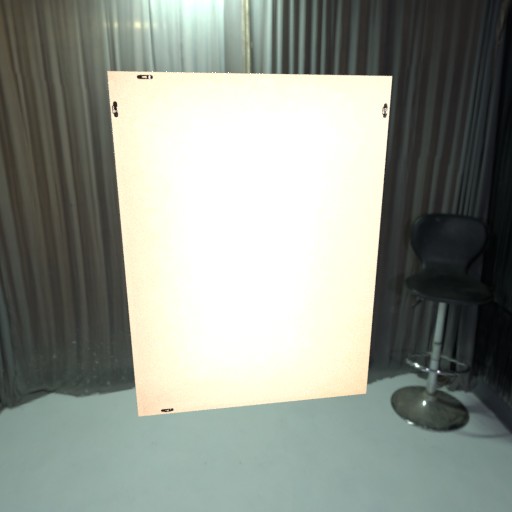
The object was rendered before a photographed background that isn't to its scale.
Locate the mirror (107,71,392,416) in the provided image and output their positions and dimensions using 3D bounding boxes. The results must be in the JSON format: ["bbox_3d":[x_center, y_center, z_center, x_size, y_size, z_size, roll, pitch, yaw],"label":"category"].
[{"bbox_3d":[0.000,0.000,1.332,0.762,1.016,0.040,-3,17,-9],"label":"mirror"}]
